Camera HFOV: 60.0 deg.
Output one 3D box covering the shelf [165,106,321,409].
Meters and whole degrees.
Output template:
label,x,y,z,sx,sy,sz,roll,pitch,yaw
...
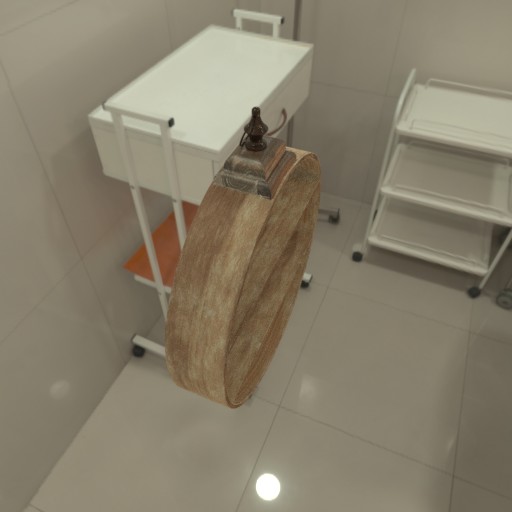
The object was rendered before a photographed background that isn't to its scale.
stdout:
label,x,y,z,sx,sy,sz,roll,pitch,yaw
shelf,0.000,0.000,1.006,0.125,0.725,0.601,17,49,16
